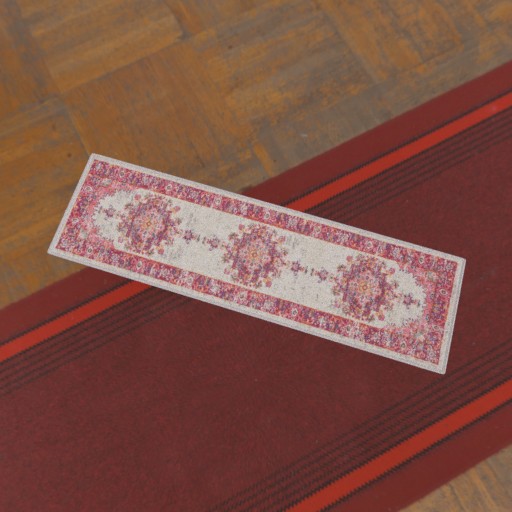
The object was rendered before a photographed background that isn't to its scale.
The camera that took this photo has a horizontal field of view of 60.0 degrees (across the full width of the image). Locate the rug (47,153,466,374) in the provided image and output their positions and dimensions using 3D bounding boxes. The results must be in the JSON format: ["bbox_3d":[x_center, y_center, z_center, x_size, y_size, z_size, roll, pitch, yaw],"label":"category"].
[{"bbox_3d":[0.000,0.000,2.523,2.294,0.011,0.666,16,75,5],"label":"rug"}]
